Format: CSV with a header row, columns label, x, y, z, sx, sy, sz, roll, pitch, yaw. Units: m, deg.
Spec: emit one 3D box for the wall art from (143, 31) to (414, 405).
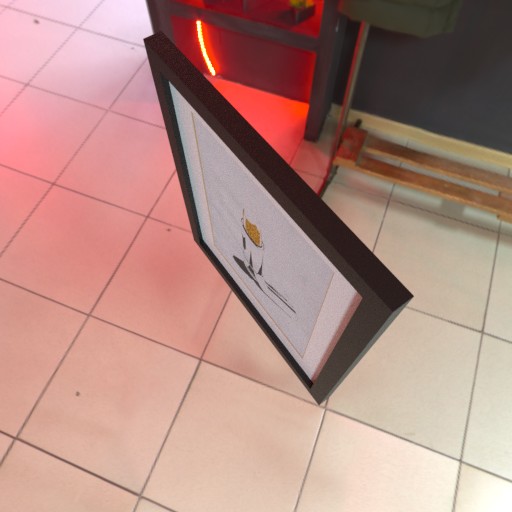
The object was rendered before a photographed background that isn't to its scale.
label,x,y,z,sx,sy,sz,roll,pitch,yaw
wall art,0.000,0.000,0.521,0.019,0.381,0.330,-33,67,-16
